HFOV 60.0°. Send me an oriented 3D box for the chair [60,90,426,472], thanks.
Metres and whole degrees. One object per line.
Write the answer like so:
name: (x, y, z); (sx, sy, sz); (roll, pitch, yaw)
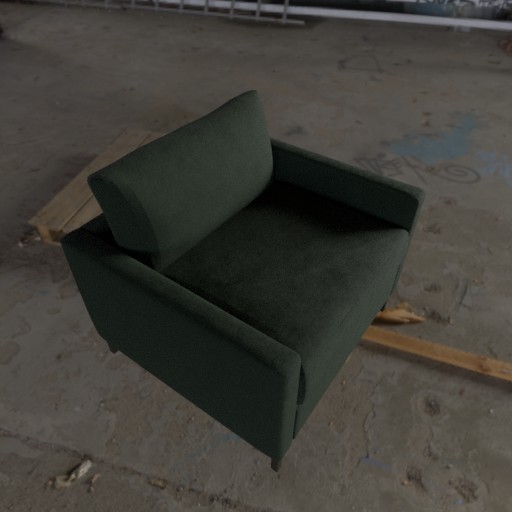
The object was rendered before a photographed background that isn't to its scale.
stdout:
chair: (0.000, 0.000, 1.603); (0.866, 0.861, 0.963); (26, 49, 25)
